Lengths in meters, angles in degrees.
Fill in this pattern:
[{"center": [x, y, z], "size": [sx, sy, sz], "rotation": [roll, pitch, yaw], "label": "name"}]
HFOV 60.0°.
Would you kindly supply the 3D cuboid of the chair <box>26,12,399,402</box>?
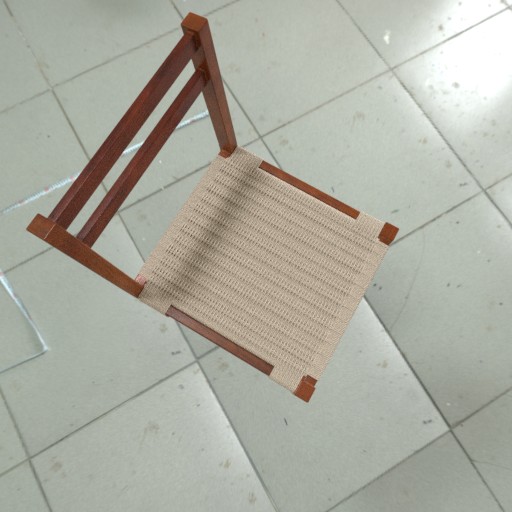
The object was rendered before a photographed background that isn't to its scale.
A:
[{"center": [0.000, 0.000, 1.133], "size": [0.569, 0.851, 0.495], "rotation": [29, 77, 7], "label": "chair"}]
